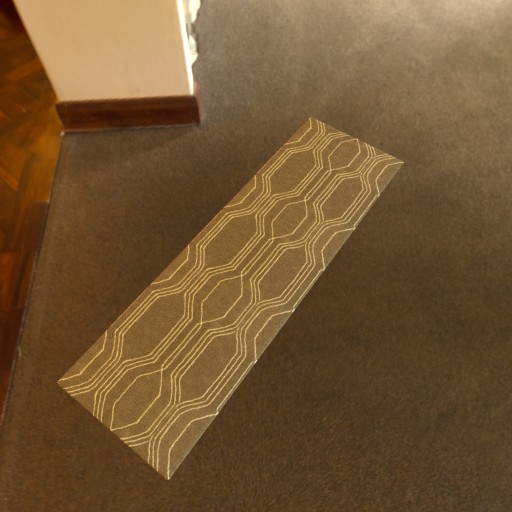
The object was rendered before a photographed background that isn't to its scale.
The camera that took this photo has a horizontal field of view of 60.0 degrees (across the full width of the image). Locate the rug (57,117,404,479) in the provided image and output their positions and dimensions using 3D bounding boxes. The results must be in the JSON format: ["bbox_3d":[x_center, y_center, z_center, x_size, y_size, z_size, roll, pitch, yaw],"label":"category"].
[{"bbox_3d":[0.000,0.000,2.702,0.773,0.012,2.464,32,64,18],"label":"rug"}]
